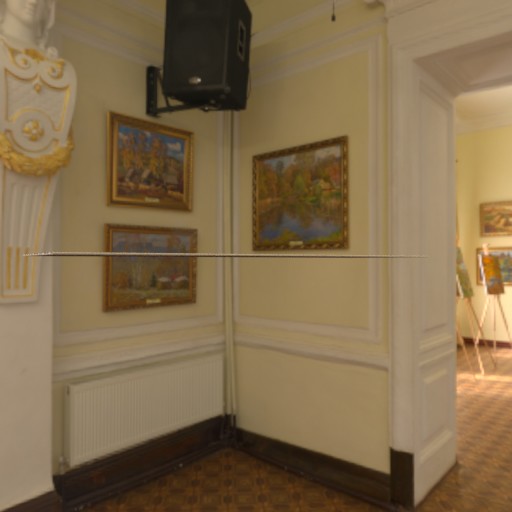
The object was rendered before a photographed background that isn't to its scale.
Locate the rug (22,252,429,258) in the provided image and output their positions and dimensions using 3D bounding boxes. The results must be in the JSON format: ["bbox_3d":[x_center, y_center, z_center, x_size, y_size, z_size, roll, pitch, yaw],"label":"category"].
[{"bbox_3d":[0.000,0.000,2.690,2.435,0.009,0.750,0,-1,-36],"label":"rug"}]
